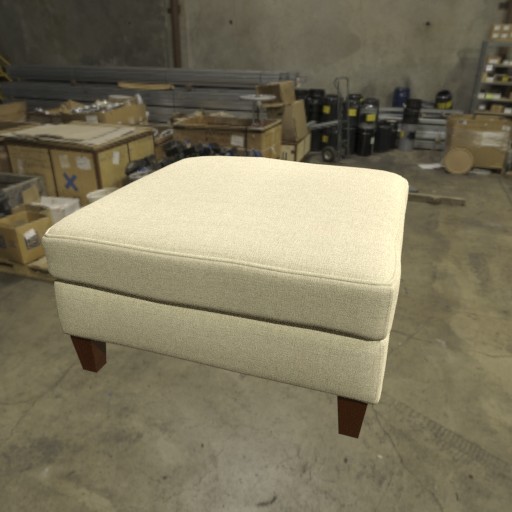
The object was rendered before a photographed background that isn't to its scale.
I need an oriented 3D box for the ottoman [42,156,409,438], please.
[{"bbox_3d":[0.000,0.000,1.361,0.838,0.478,0.838,8,27,17],"label":"ottoman"}]
